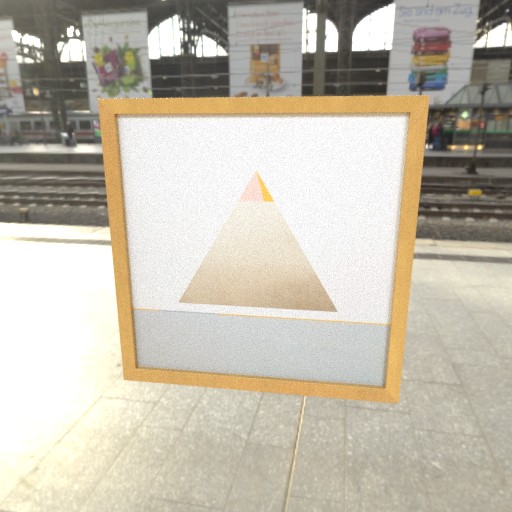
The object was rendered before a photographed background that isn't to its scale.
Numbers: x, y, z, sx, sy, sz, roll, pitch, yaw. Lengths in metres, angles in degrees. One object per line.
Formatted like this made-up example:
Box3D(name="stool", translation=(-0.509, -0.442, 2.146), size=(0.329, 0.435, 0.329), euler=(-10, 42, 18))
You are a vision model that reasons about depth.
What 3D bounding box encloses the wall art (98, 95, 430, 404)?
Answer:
Box3D(name="wall art", translation=(0.000, 0.000, 2.872), size=(1.935, 1.936, 0.097), euler=(2, 16, 8))
